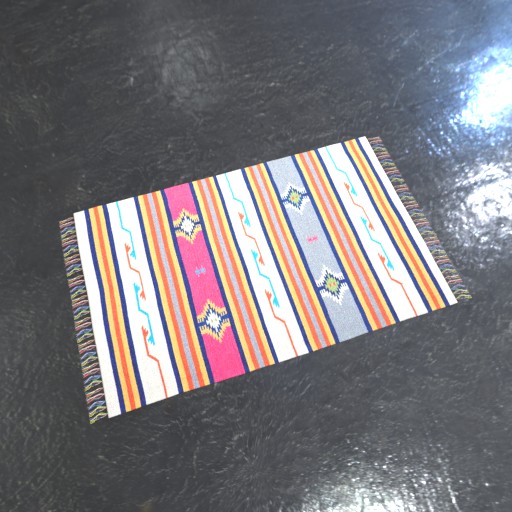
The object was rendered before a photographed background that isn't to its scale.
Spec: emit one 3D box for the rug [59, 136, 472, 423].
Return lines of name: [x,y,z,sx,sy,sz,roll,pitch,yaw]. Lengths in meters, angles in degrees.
rug: [0.000,0.000,2.239,1.849,0.013,1.084,-16,65,-8]
